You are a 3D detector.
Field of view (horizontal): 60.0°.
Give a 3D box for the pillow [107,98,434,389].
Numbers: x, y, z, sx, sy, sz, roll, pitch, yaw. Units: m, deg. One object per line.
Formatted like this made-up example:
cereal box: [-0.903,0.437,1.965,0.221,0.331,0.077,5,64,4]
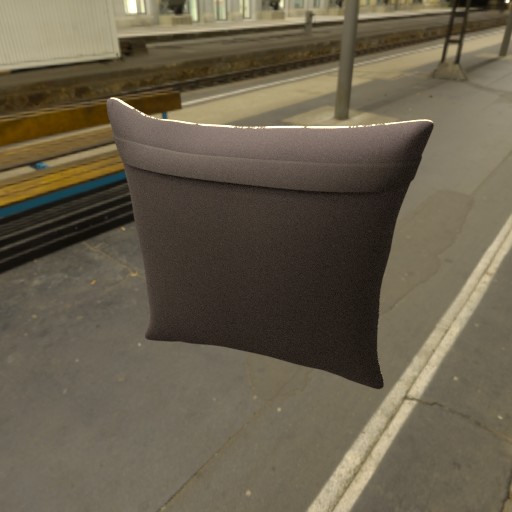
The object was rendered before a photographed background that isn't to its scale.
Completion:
pillow: [0.000,0.000,0.625,0.405,0.406,0.173,9,32,15]
